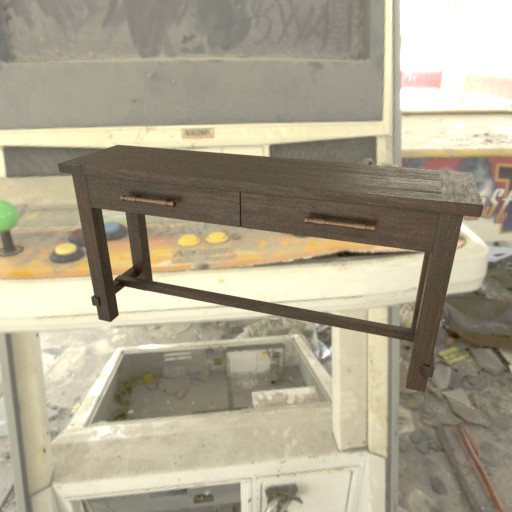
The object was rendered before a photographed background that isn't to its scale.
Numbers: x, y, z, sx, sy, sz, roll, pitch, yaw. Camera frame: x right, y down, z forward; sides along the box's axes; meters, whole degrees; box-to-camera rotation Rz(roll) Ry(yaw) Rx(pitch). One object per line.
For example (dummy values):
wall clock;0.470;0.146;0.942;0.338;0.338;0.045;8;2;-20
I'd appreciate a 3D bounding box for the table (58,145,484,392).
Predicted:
table;0.000;0.000;1.907;1.599;0.762;0.442;9;27;18
